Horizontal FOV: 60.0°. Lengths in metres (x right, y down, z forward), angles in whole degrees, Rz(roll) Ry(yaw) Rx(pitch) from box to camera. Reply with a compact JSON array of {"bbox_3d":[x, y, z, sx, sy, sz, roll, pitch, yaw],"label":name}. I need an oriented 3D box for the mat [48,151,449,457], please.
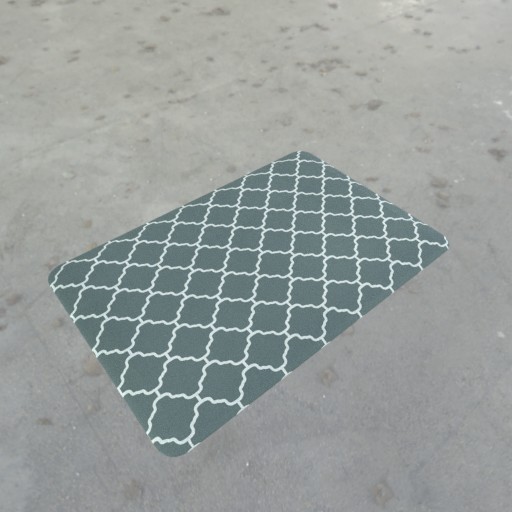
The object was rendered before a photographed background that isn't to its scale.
[{"bbox_3d":[0.000,0.000,0.971,0.762,0.021,0.508,-31,53,-26],"label":"mat"}]
